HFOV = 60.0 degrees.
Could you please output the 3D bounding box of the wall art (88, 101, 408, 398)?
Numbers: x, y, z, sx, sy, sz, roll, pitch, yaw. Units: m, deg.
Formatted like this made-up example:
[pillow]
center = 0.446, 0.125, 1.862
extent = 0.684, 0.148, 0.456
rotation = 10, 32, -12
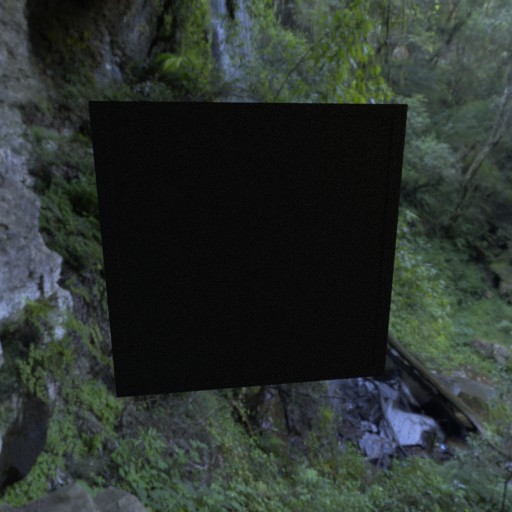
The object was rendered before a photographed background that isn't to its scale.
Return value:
[wall art]
center = 0.000, 0.000, 0.852
extent = 0.562, 0.558, 0.012
rotation = -2, 16, -8
